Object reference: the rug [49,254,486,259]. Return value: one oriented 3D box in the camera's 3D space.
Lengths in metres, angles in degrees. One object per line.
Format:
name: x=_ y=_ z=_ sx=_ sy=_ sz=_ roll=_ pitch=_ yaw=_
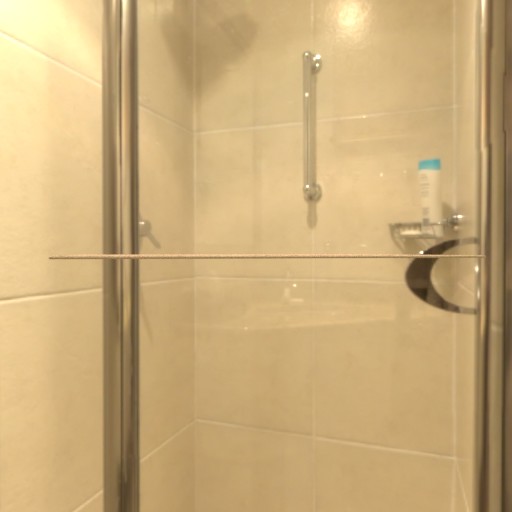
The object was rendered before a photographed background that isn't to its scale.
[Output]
rug: x=0.000 y=0.000 z=3.494 sx=2.746 sy=0.018 sz=1.819 roll=0 pitch=0 yaw=-17
